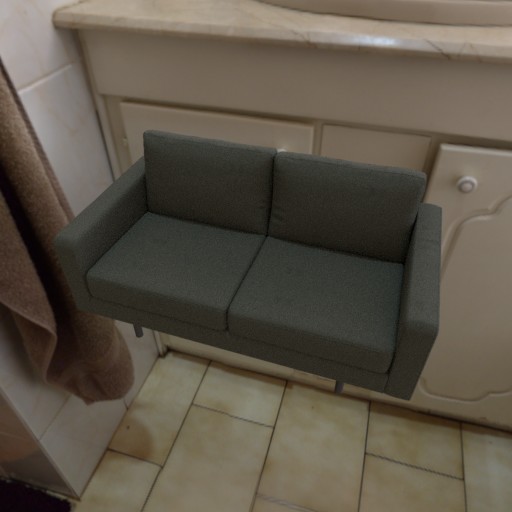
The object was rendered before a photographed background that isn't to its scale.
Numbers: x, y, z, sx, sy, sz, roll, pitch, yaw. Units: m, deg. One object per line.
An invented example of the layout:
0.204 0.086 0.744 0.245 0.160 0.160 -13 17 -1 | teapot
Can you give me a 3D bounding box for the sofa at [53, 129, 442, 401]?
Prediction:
0.000 0.000 2.299 1.730 0.897 0.889 12 42 14 | sofa
